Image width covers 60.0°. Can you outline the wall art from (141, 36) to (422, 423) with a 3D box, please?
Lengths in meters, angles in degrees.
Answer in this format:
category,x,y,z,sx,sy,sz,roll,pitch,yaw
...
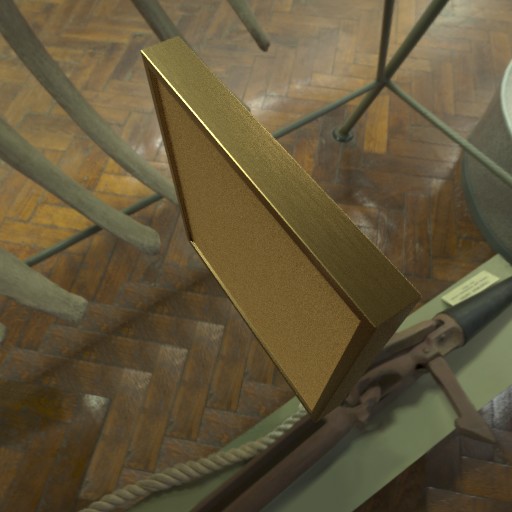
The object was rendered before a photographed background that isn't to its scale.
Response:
category,x,y,z,sx,sy,sz,roll,pitch,yaw
wall art,0.000,0.000,0.454,0.037,0.305,0.305,-30,64,-16
